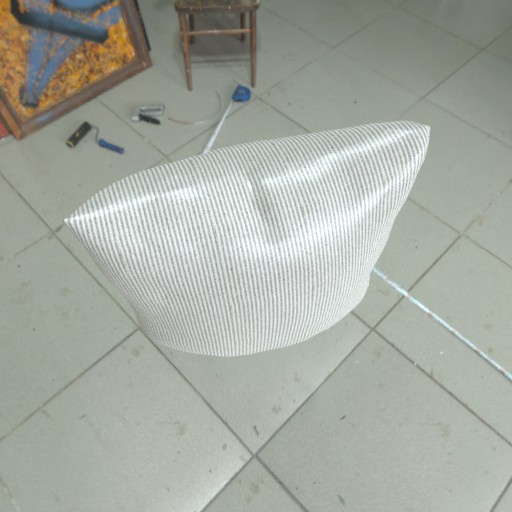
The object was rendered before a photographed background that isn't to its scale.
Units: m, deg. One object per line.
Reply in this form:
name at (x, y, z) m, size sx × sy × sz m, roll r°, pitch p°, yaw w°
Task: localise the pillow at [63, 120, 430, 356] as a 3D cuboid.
pillow at (0.000, 0.000, 0.693) m, size 0.387 × 0.432 × 0.310 m, roll 14°, pitch 59°, yaw 8°
